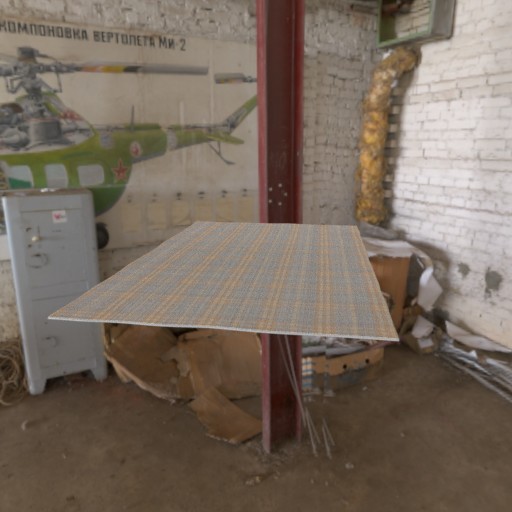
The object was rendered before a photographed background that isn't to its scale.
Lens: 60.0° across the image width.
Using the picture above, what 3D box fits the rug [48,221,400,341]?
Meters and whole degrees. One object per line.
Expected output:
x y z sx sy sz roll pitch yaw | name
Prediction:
0.000 0.000 3.064 1.545 0.016 2.460 2 15 8 | rug
